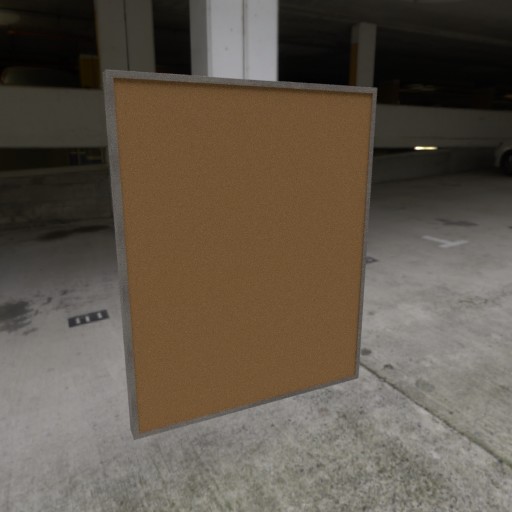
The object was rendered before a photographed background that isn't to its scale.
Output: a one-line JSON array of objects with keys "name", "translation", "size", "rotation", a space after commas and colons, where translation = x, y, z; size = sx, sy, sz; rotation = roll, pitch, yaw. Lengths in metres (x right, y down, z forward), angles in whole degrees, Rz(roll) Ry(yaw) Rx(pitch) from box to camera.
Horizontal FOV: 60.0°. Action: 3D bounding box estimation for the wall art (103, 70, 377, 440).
[{"name": "wall art", "translation": [0.000, 0.000, 0.706], "size": [0.421, 0.521, 0.032], "rotation": [-7, 16, -25]}]
